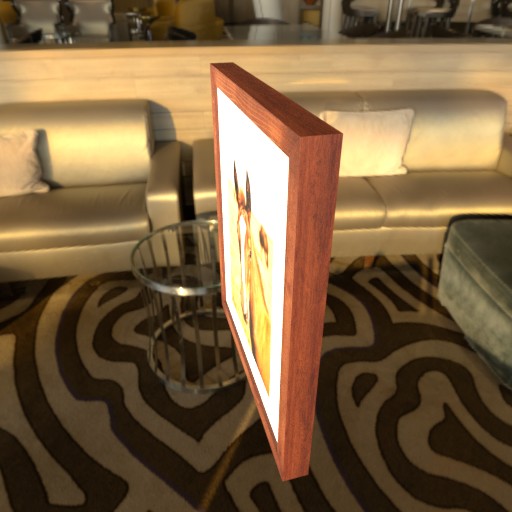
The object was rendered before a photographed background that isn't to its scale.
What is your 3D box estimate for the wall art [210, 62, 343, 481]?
[{"bbox_3d":[0.000,0.000,0.527,0.030,0.381,0.330,-8,32,-13],"label":"wall art"}]
